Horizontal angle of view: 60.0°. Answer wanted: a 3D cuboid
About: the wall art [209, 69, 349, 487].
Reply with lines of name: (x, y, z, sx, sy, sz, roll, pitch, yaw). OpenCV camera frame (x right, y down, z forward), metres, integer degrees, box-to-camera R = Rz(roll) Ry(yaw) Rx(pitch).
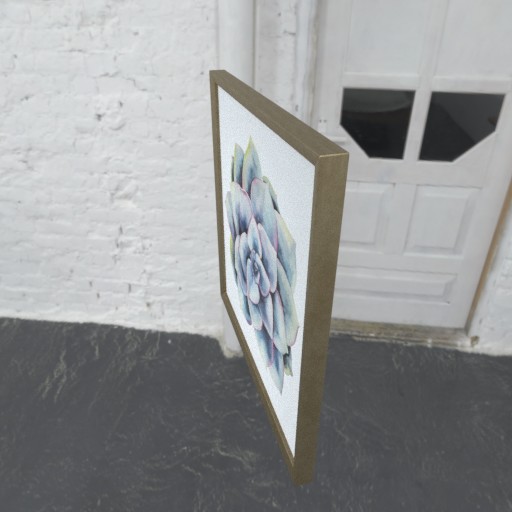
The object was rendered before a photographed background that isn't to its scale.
wall art: (0.000, 0.000, 0.737, 0.030, 0.506, 0.503, -9, 32, -14)
